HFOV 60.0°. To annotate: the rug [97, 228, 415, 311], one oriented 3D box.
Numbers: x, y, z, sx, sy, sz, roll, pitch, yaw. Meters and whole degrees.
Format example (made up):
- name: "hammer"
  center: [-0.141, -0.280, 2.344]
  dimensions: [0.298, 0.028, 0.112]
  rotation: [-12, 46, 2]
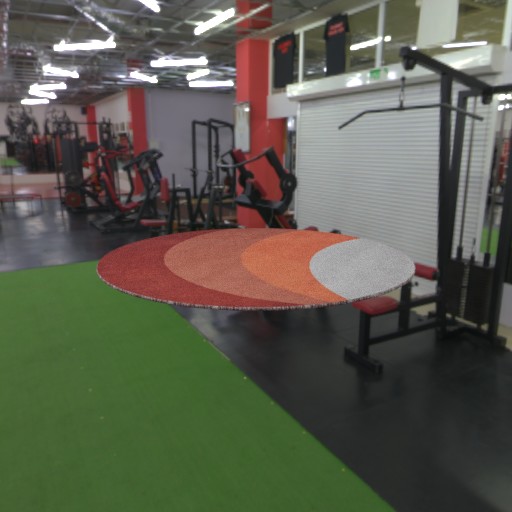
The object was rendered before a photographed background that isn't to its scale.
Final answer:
- name: "rug"
  center: [0.000, 0.000, 2.228]
  dimensions: [1.514, 0.015, 1.514]
  rotation: [0, 14, 0]
